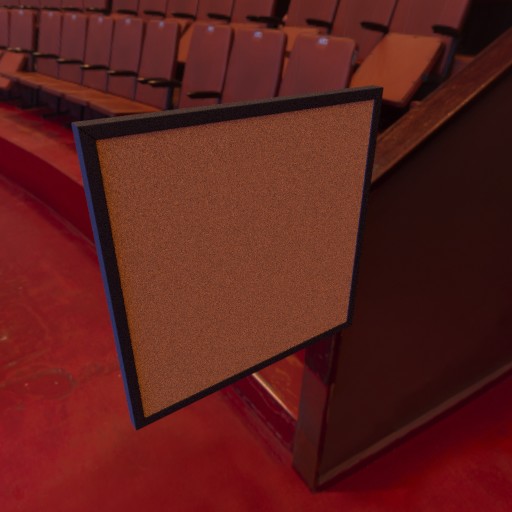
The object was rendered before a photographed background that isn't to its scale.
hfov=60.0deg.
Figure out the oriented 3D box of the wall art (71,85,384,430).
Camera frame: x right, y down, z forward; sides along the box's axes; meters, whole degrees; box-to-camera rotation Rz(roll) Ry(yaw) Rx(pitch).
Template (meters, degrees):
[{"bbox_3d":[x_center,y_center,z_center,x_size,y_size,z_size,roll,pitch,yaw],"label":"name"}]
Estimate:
[{"bbox_3d":[0.000,0.000,1.140,0.763,0.763,0.037,-18,34,-29],"label":"wall art"}]
